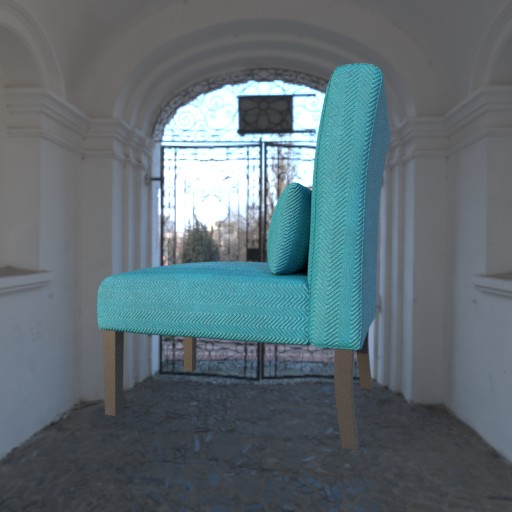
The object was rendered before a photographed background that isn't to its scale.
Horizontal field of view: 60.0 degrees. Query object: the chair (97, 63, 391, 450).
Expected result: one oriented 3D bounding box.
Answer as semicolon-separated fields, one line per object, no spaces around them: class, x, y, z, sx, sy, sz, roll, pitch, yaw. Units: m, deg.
chair;0.000;0.000;1.421;0.808;0.927;0.579;0;1;19
